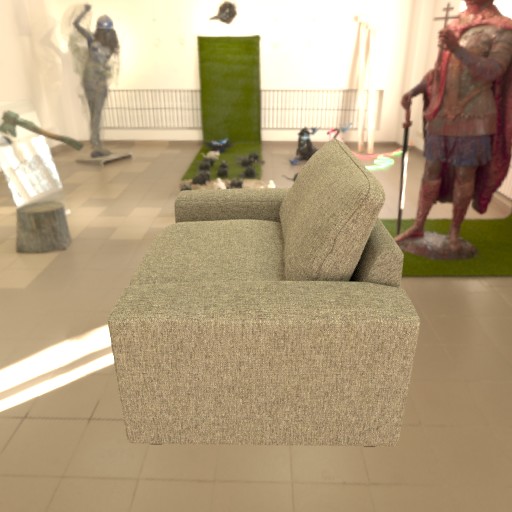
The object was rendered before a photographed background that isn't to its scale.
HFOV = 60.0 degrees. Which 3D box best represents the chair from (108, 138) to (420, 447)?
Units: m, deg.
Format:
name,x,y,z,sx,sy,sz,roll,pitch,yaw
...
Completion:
name,x,y,z,sx,sy,sz,roll,pitch,yaw
chair,0.000,0.000,2.040,1.039,0.915,1.398,0,25,1
